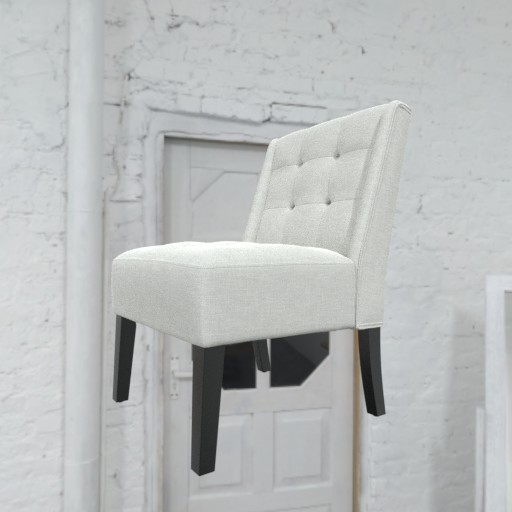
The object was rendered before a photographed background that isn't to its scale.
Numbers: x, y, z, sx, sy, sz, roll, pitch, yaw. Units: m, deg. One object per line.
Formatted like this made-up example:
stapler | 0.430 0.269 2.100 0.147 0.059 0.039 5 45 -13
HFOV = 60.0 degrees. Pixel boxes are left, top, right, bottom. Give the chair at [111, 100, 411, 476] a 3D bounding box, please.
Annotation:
chair | 0.000 0.000 1.262 0.676 0.853 0.569 -1 2 -35
